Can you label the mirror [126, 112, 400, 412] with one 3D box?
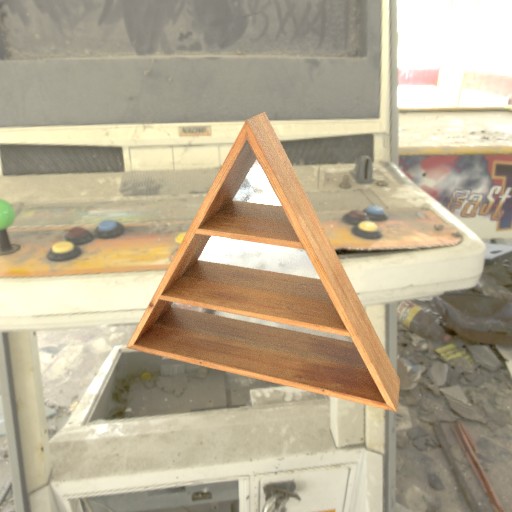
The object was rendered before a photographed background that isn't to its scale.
[{"bbox_3d":[0.000,0.000,0.898,0.631,0.548,0.100,9,27,17],"label":"mirror"}]
